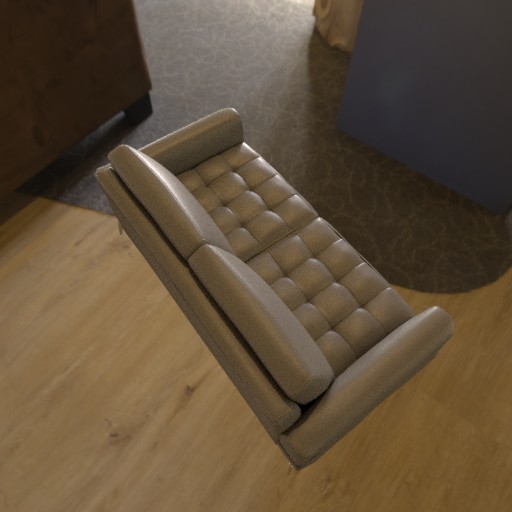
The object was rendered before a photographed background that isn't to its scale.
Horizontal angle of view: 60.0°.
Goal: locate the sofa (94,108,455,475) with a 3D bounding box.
[{"bbox_3d":[0.000,0.000,2.709,1.121,0.930,2.177,-32,64,-18],"label":"sofa"}]
